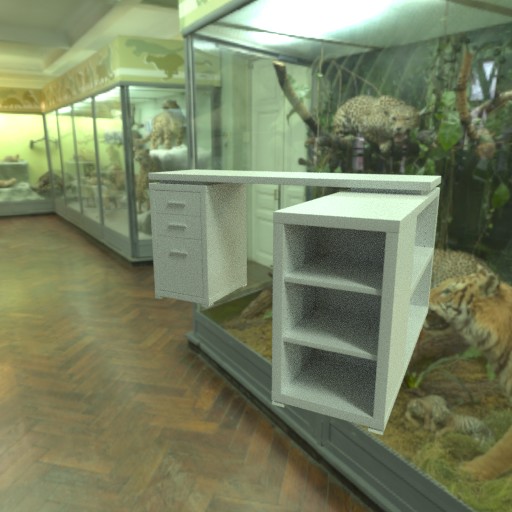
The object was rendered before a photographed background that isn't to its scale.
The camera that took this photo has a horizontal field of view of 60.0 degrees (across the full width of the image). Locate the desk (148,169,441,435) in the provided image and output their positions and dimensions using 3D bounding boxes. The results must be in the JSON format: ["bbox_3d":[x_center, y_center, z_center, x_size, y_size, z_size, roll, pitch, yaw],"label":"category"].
[{"bbox_3d":[0.000,0.000,2.180,1.524,0.753,1.200,7,15,26],"label":"desk"}]
